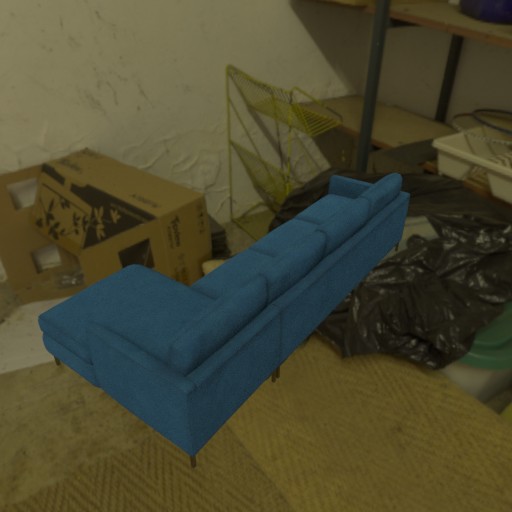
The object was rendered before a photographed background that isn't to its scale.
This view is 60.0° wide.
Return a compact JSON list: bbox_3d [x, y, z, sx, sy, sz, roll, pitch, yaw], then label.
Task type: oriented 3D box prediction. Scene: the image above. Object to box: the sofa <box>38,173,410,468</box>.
[{"bbox_3d":[0.000,0.000,3.469,1.350,0.810,2.932,22,38,31],"label":"sofa"}]
